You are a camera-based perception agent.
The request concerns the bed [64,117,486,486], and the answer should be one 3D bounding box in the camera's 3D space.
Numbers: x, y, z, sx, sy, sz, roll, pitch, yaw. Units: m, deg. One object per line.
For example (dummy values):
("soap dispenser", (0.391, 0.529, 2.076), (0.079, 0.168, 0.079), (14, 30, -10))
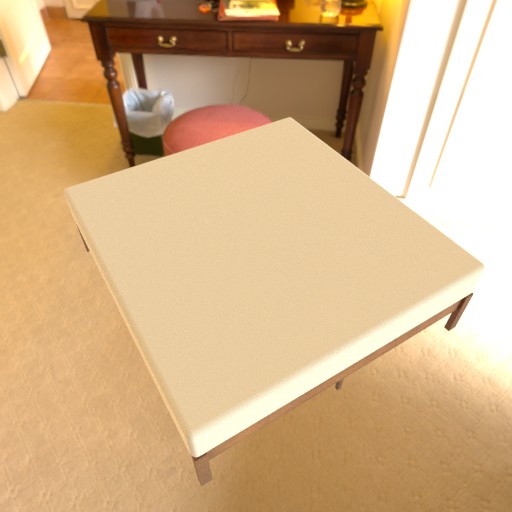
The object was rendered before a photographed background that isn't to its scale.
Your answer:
("bed", (0.000, 0.000, 3.047), (1.930, 0.616, 2.049), (-24, 51, -21))
